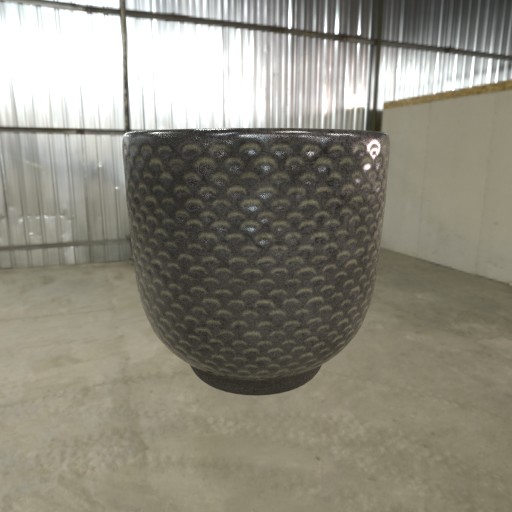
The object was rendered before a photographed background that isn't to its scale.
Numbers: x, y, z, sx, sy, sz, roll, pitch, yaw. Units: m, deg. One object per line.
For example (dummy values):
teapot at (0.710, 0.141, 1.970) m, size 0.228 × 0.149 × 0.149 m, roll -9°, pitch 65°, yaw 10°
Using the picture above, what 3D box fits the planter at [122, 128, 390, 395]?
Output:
planter at (0.000, 0.000, 0.359) m, size 0.197 × 0.191 × 0.197 m, roll 0°, pitch 13°, yaw 0°
